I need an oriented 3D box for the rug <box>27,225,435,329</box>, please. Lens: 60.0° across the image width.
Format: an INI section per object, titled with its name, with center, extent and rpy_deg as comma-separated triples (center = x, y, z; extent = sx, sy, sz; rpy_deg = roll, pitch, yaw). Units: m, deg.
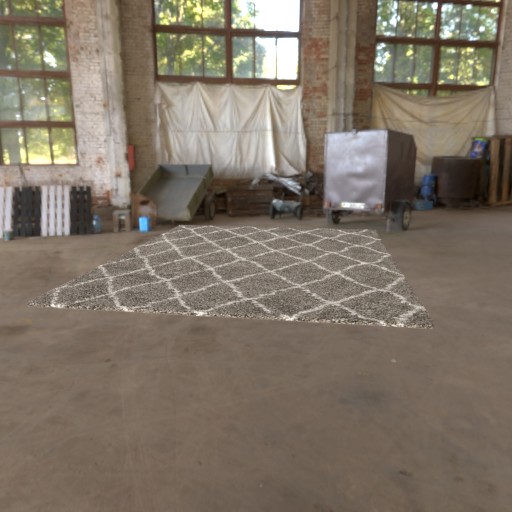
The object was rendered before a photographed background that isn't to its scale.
[rug]
center = 0.000, 0.000, 4.037
extent = 2.438, 0.029, 3.047
rpy_deg = 2, 13, 8
